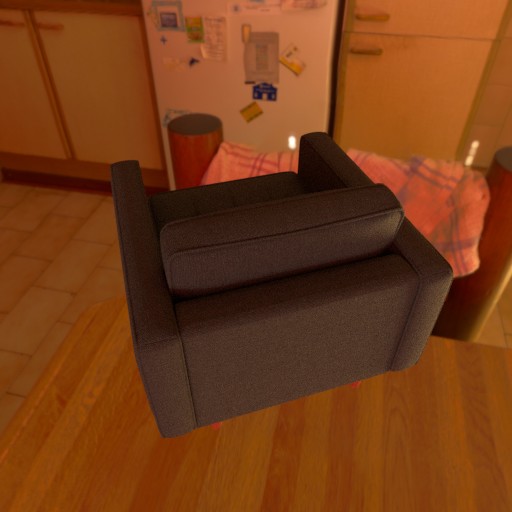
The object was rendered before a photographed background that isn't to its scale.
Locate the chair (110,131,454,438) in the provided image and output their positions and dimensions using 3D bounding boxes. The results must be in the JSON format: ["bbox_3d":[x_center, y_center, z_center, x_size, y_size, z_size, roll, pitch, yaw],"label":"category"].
[{"bbox_3d":[0.000,0.000,1.580,0.899,0.770,0.919,-12,43,-13],"label":"chair"}]
